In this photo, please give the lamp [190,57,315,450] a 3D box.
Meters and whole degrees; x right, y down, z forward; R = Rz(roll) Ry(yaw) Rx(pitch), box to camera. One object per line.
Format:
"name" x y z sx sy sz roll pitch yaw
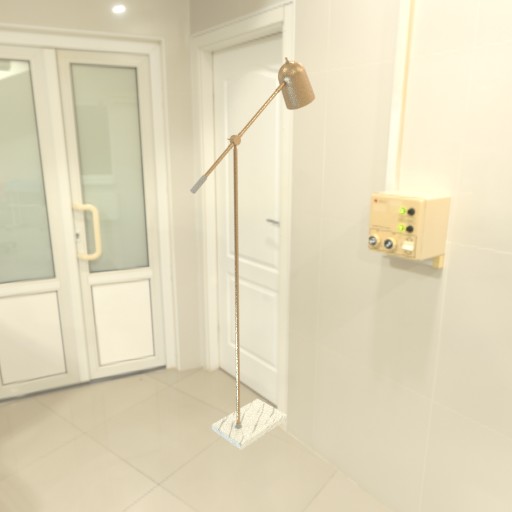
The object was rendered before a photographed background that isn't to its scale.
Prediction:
"lamp" 0.000 0.000 1.869 0.194 1.594 0.653 14 20 43
